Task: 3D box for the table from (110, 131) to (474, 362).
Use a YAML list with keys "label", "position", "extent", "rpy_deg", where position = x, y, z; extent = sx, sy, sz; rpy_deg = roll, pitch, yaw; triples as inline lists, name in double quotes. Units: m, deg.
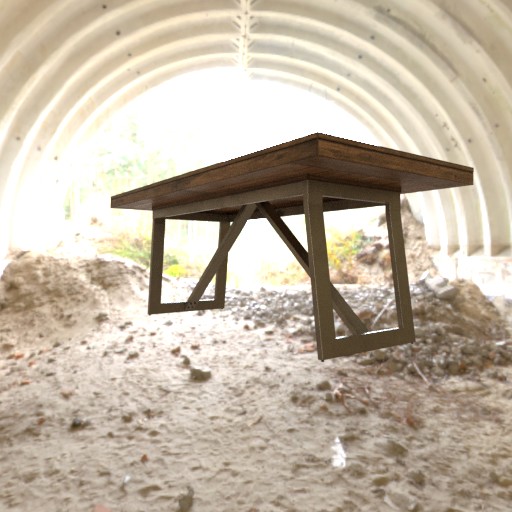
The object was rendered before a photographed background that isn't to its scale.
- label: "table"
  position: [0.000, 0.000, 2.367]
  extent: [0.931, 0.757, 1.867]
  rpy_deg: [0, 0, -37]
